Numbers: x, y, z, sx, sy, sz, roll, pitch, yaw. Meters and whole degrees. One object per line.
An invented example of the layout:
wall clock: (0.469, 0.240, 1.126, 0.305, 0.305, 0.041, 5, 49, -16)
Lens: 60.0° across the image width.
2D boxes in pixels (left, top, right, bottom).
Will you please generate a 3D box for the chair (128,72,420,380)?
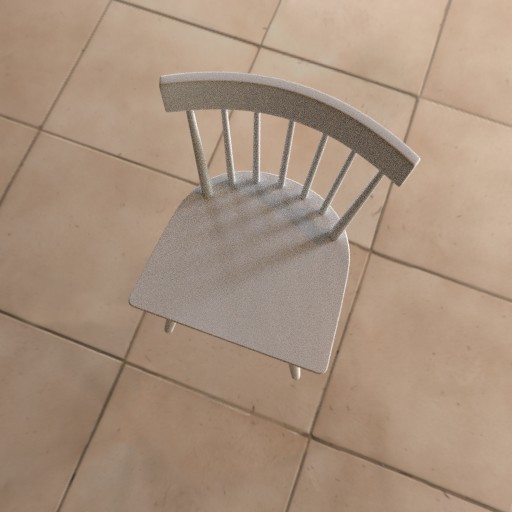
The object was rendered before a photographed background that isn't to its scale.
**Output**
chair: (0.000, 0.000, 1.103, 0.483, 0.787, 0.500, 19, 77, 5)
